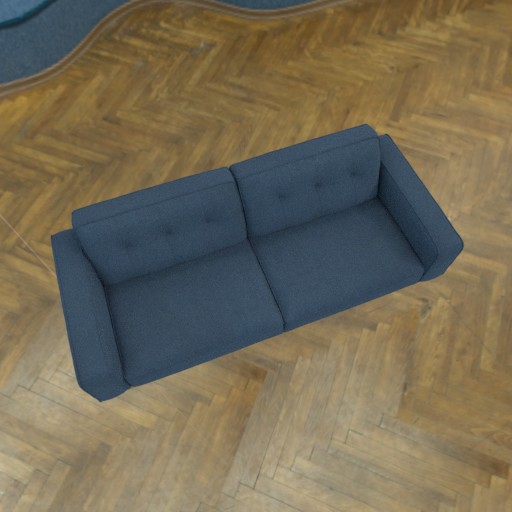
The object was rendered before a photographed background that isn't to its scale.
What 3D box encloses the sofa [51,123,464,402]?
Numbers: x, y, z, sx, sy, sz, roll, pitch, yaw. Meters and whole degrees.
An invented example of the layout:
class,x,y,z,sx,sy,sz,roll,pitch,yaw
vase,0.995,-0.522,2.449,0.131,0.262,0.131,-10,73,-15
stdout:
class,x,y,z,sx,sy,sz,roll,pitch,yaw
sofa,0.000,0.000,2.730,2.270,0.782,0.953,-19,63,-10
